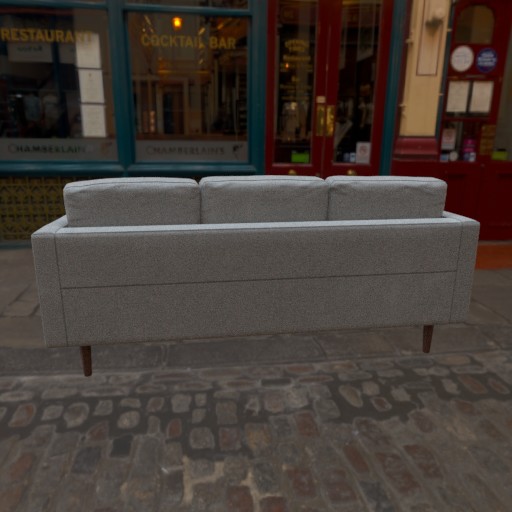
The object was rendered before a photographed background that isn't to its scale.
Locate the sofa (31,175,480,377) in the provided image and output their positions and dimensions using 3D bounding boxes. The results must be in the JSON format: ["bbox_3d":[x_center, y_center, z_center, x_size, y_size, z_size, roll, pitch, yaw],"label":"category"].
[{"bbox_3d":[0.000,0.000,2.443,1.983,0.918,0.944,-2,15,-8],"label":"sofa"}]
